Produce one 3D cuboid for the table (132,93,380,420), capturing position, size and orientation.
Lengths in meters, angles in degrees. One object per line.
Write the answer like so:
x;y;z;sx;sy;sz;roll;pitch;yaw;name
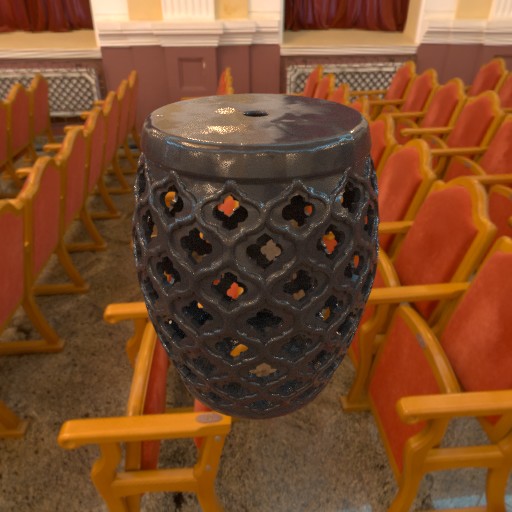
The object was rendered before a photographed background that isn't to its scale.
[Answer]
0.000;0.000;0.619;0.325;0.388;0.325;0;31;0;table
